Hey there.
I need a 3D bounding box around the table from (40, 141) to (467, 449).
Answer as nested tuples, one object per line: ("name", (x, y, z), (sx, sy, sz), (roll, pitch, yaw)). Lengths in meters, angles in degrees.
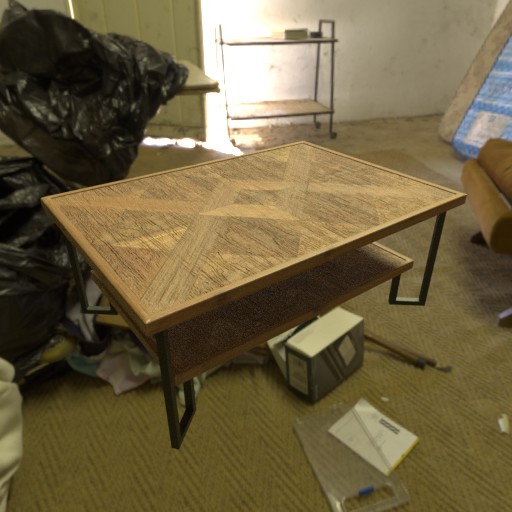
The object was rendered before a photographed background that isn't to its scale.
("table", (0.000, 0.000, 1.692), (1.238, 0.492, 0.877), (-20, 36, -31))
